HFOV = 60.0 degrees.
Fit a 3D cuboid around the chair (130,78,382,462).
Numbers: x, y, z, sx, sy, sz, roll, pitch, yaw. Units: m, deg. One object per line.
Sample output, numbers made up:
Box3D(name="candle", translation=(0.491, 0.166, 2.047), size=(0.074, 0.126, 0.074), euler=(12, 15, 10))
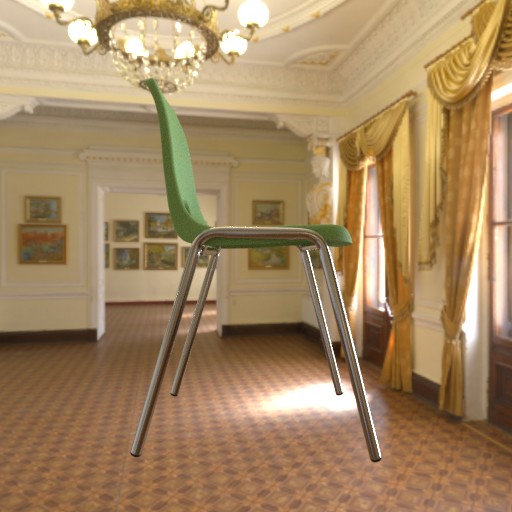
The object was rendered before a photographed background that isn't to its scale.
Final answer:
Box3D(name="chair", translation=(0.000, 0.000, 0.943), size=(0.436, 0.704, 0.381), euler=(0, 0, 1))
